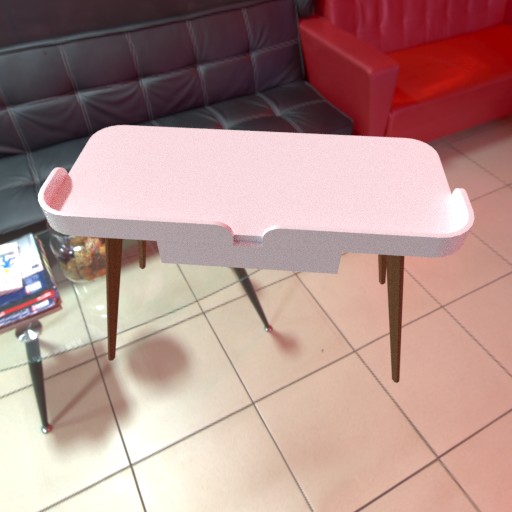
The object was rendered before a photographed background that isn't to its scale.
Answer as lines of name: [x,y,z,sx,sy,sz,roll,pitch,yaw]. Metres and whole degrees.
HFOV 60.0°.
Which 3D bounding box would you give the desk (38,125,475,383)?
desk: [0.000,0.000,1.633,1.206,0.807,0.534,4,48,3]
